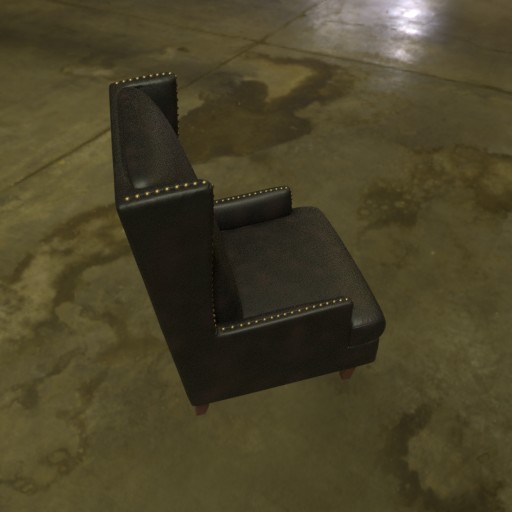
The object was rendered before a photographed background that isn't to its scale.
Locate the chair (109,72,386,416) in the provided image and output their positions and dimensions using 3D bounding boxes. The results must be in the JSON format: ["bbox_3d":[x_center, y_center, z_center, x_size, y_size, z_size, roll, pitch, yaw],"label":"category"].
[{"bbox_3d":[0.000,0.000,1.628,0.799,1.142,0.703,-10,45,-11],"label":"chair"}]
